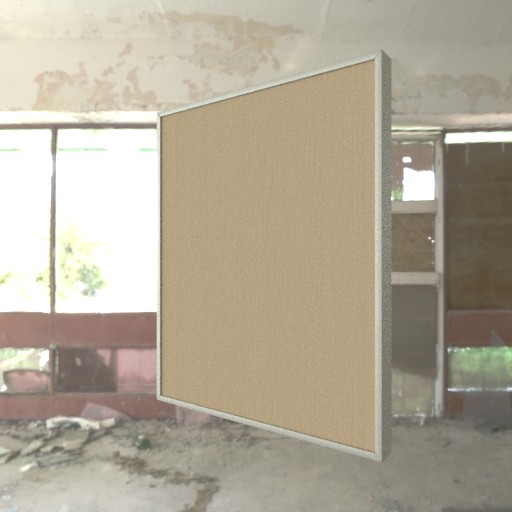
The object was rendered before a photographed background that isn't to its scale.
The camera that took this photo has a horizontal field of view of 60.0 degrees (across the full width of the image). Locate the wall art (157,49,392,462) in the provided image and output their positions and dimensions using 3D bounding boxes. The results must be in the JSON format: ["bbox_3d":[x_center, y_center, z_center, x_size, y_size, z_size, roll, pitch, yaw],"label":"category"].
[{"bbox_3d":[0.000,0.000,0.739,0.445,0.553,0.039,0,0,36],"label":"wall art"}]
